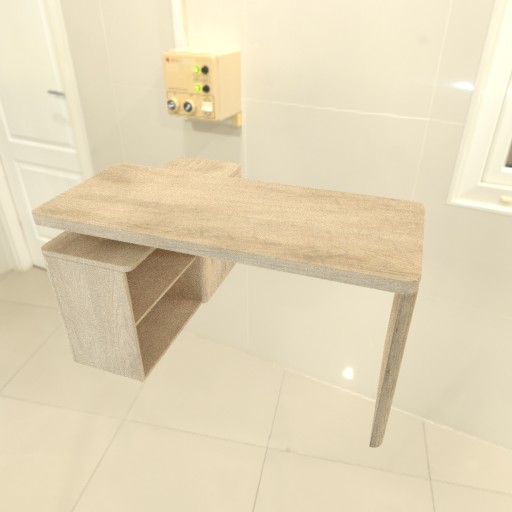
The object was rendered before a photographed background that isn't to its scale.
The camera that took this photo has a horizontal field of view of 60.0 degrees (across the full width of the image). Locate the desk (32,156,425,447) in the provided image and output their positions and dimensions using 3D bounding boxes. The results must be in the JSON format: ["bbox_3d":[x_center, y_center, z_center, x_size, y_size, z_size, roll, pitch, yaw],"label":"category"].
[{"bbox_3d":[0.000,0.000,2.123,1.400,0.770,1.175,10,33,16],"label":"desk"}]
